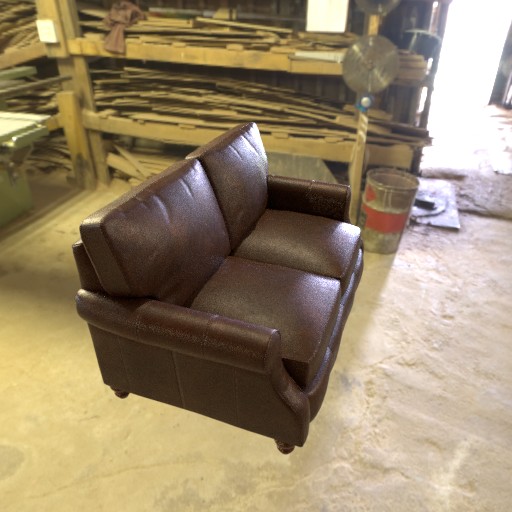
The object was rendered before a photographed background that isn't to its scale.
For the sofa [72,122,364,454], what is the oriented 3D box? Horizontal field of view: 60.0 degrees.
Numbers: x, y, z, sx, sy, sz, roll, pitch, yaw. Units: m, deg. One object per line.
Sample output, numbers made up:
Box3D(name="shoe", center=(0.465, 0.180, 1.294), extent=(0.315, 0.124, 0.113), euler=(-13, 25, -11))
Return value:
Box3D(name="sofa", center=(0.000, 0.000, 2.247), extent=(0.990, 0.976, 1.616), euler=(11, 32, 18))
